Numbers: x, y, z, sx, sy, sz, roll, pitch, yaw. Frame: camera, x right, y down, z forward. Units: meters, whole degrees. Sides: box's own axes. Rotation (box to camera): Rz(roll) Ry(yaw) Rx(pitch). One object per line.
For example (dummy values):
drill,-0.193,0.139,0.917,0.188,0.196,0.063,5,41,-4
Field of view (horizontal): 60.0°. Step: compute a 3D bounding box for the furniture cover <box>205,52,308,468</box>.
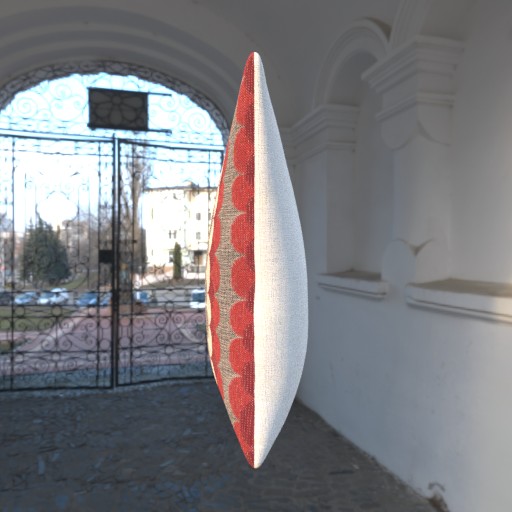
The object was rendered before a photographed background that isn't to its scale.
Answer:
furniture cover,0.000,0.000,0.653,0.145,0.420,0.435,0,1,0
